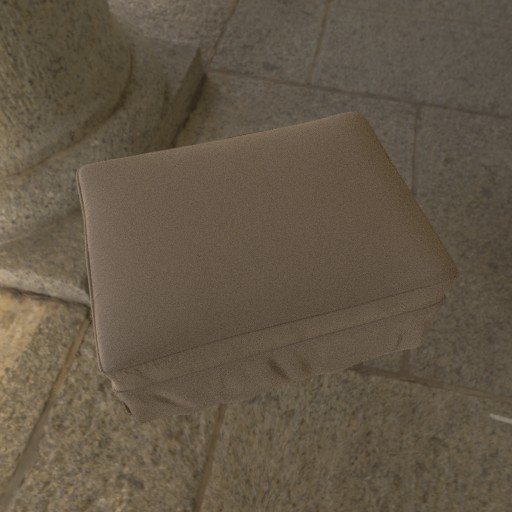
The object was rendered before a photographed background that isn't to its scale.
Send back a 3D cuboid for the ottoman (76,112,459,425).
[{"bbox_3d":[0.000,0.000,1.356,0.959,0.482,0.721,-14,59,-8],"label":"ottoman"}]
